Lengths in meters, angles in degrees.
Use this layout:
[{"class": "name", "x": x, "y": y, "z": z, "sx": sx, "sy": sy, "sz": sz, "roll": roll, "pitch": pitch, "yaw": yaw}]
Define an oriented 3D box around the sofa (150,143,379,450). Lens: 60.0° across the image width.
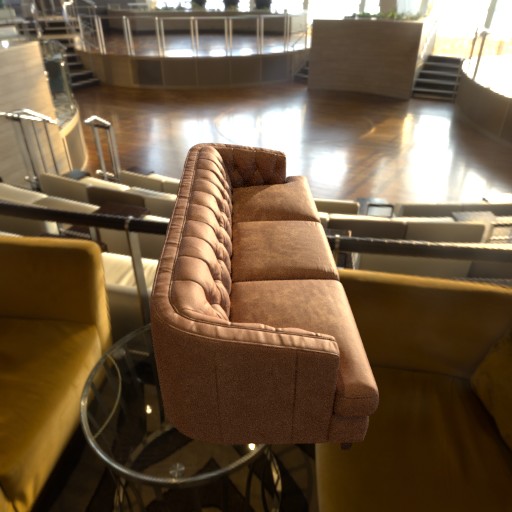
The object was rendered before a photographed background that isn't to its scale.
[{"class": "sofa", "x": 0.000, "y": 0.000, "z": 2.705, "sx": 0.922, "sy": 0.791, "sz": 2.257, "roll": -1, "pitch": 33, "yaw": -2}]
